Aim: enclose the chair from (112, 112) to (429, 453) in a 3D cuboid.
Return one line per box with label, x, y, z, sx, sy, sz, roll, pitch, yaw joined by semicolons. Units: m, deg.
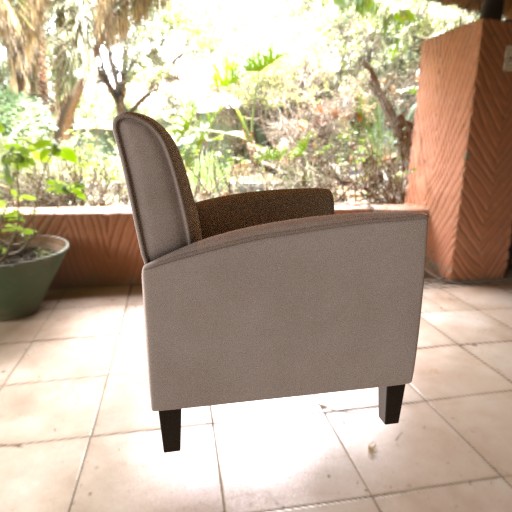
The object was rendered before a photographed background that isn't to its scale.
chair;0.000;0.000;1.540;0.820;0.915;0.820;-3;14;-11
